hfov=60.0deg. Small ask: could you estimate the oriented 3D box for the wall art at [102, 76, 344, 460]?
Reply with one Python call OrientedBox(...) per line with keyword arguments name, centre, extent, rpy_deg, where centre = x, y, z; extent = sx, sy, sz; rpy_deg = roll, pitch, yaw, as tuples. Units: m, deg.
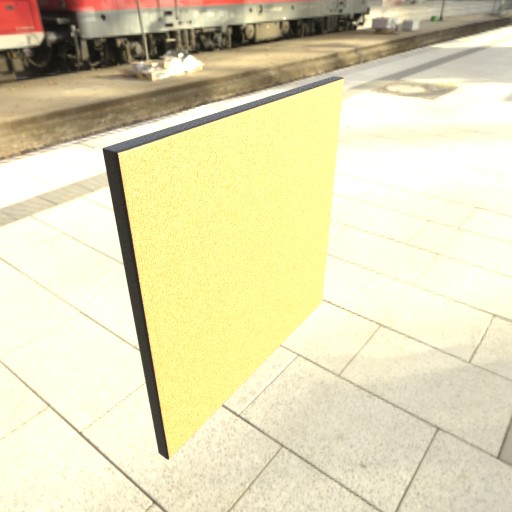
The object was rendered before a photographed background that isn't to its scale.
OrientedBox(name="wall art", centre=(0.000, 0.000, 0.678), extent=(0.022, 0.453, 0.456), rpy_deg=(21, 37, 30))
